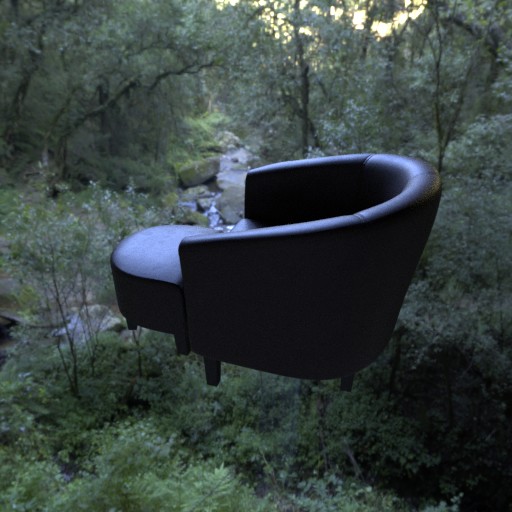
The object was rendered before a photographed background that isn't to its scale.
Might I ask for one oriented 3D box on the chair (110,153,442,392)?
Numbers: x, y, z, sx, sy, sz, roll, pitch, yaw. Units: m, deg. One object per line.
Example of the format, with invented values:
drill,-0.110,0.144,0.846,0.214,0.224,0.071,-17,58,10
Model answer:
chair,0.000,0.000,1.656,1.176,0.755,0.737,9,31,15
